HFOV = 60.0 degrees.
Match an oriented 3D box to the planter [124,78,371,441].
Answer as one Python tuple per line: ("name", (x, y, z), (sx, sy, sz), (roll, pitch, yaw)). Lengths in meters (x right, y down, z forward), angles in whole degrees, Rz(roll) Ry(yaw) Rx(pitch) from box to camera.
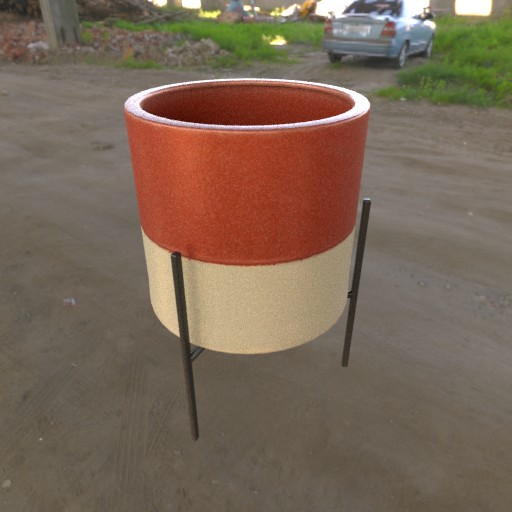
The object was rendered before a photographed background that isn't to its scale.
("planter", (0.000, 0.000, 0.518), (0.251, 0.354, 0.235), (0, 31, 0))
